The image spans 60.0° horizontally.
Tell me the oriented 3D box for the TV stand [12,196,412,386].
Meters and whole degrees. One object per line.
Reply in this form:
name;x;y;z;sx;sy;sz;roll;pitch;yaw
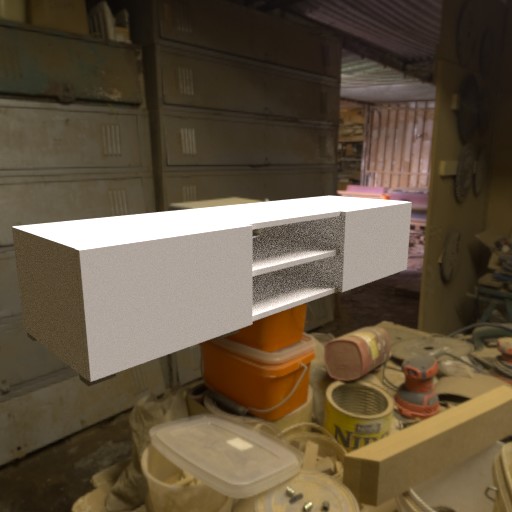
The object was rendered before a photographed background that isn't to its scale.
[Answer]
TV stand;0.000;0.000;1.539;1.400;0.310;0.420;-12;17;-43
